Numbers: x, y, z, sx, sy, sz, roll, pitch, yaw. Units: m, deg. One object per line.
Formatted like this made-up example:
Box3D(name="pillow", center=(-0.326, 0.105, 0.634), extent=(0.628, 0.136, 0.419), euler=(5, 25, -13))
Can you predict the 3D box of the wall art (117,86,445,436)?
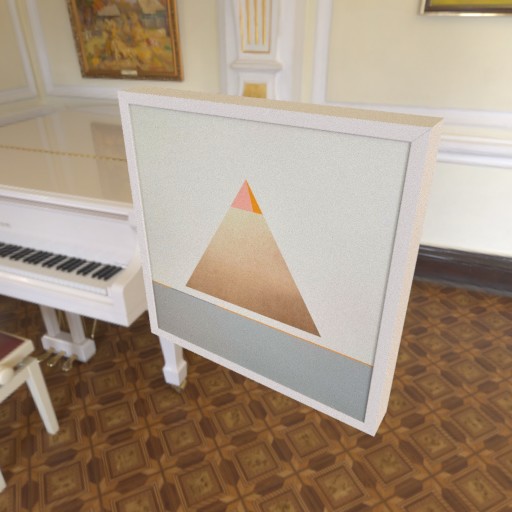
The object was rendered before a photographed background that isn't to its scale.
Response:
Box3D(name="wall art", center=(0.000, 0.000, 0.457), extent=(0.305, 0.304, 0.038), euler=(17, 33, 28))
